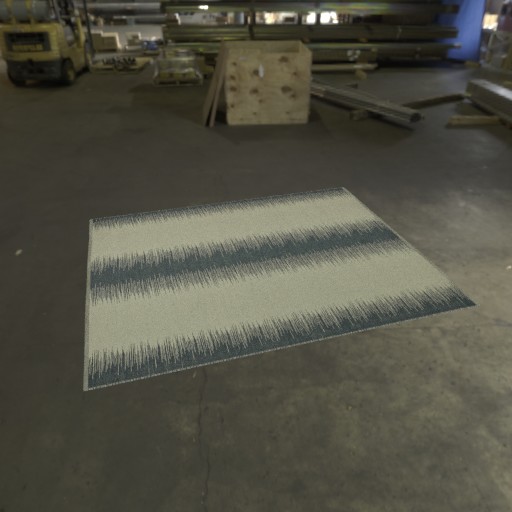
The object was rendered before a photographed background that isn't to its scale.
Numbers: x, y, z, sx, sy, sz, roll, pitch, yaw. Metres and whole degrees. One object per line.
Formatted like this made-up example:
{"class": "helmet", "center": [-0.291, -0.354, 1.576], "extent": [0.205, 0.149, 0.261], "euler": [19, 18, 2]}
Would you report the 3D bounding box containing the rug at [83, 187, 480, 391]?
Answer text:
{"class": "rug", "center": [0.000, 0.000, 4.170], "extent": [3.037, 0.004, 2.453], "euler": [-9, 33, -14]}
